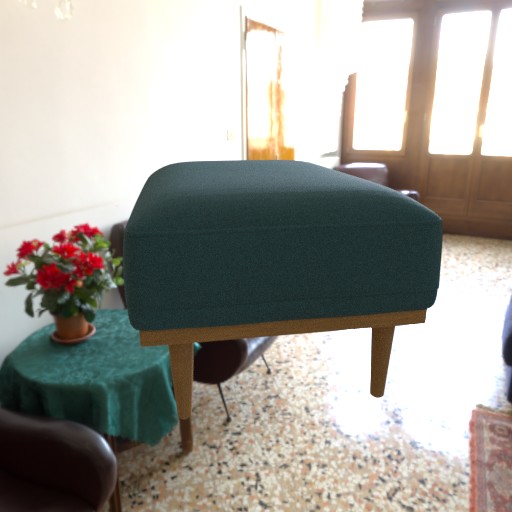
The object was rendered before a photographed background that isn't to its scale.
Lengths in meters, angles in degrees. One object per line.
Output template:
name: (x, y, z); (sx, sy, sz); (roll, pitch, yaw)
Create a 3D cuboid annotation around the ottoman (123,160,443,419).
ottoman: (0.000, 0.000, 1.086); (0.549, 0.428, 0.749); (-3, 17, -10)
